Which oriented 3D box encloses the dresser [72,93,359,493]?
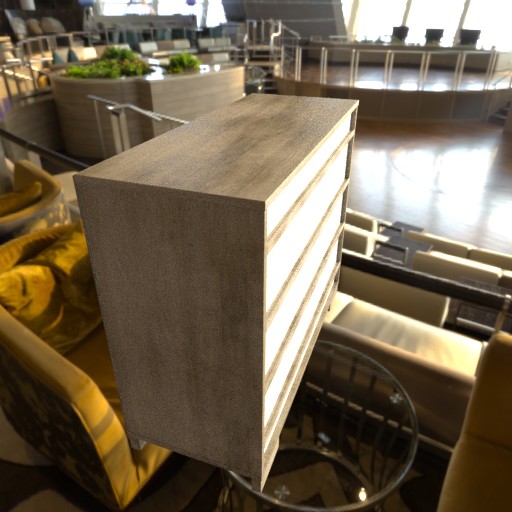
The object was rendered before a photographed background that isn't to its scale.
[{"bbox_3d":[0.000,0.000,1.417,0.404,0.816,0.994,10,31,18],"label":"dresser"}]
